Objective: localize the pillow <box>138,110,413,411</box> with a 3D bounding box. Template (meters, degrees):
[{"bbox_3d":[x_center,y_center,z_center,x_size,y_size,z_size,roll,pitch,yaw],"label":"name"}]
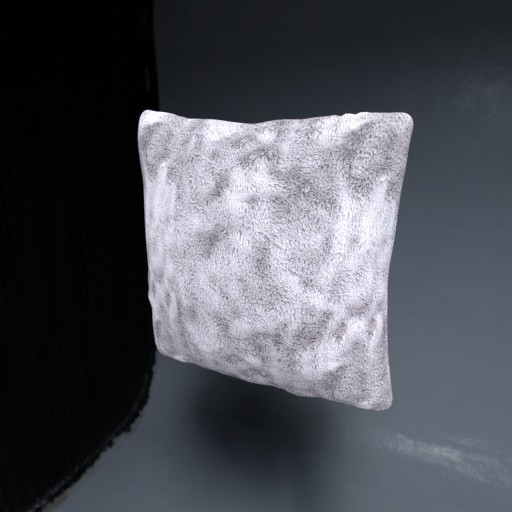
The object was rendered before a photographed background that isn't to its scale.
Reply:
[{"bbox_3d":[0.000,0.000,0.817,0.522,0.520,0.204,8,18,25],"label":"pillow"}]
